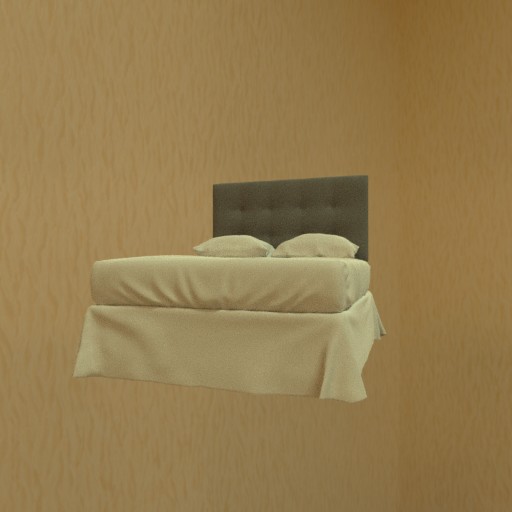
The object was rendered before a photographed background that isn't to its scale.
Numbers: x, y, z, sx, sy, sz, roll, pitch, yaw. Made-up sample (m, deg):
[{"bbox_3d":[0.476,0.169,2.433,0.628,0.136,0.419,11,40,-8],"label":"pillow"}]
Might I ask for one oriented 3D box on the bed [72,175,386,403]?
[{"bbox_3d":[0.000,0.000,3.580,1.936,1.577,2.222,0,-1,19],"label":"bed"}]
